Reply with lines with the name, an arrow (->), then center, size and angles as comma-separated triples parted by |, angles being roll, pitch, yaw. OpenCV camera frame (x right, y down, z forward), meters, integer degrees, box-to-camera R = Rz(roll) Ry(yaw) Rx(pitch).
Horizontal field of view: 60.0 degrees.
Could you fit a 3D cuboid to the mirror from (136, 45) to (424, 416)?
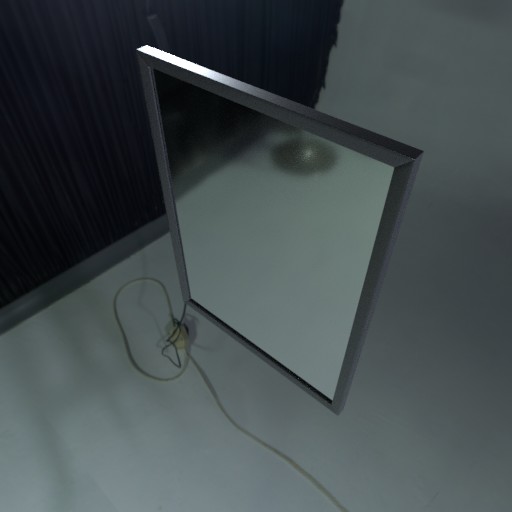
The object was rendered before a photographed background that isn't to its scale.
mirror -> 0.000, 0.000, 1.319 | 0.762, 1.016, 0.040 | 31, 53, 27
